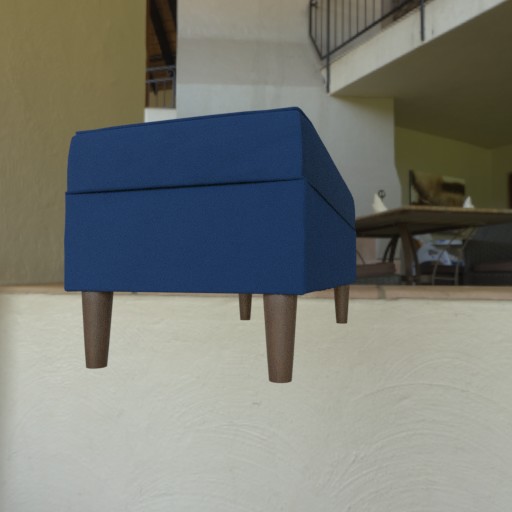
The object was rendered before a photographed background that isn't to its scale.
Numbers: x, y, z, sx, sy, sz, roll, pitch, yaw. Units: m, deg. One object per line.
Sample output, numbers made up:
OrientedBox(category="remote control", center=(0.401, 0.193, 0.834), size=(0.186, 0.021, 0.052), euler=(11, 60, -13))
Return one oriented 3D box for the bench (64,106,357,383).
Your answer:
OrientedBox(category="bench", center=(0.000, 0.000, 1.266), size=(0.489, 0.467, 1.010), euler=(-1, -2, 17))
